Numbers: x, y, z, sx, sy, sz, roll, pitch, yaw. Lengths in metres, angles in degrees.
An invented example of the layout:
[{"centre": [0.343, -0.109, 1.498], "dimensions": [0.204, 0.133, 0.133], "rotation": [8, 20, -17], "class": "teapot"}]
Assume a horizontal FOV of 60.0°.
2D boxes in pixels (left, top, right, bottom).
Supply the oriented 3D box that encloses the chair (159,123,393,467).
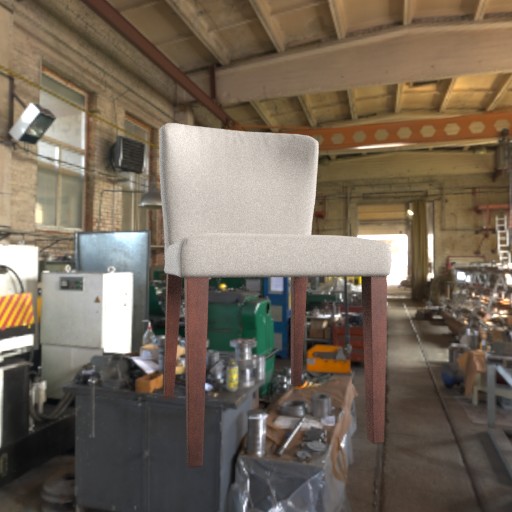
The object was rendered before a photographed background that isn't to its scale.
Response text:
[{"centre": [0.000, 0.000, 1.192], "dimensions": [0.491, 0.839, 0.592], "rotation": [0, -1, -17], "class": "chair"}]
